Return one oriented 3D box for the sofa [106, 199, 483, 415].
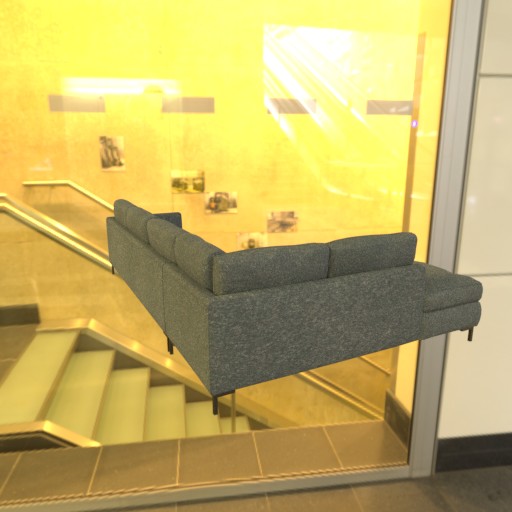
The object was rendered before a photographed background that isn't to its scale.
[{"bbox_3d":[0.000,0.000,3.819,2.007,0.815,2.949,-7,16,-27],"label":"sofa"}]
